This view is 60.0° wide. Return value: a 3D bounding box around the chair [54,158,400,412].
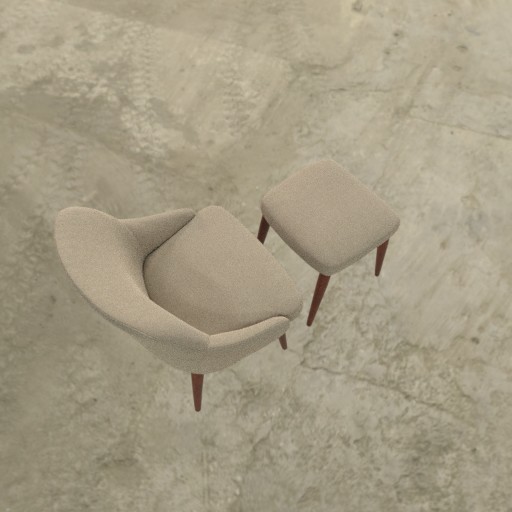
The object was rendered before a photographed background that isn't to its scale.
[{"bbox_3d":[0.000,0.000,1.581,1.114,0.866,0.584,-32,63,-19],"label":"chair"}]
